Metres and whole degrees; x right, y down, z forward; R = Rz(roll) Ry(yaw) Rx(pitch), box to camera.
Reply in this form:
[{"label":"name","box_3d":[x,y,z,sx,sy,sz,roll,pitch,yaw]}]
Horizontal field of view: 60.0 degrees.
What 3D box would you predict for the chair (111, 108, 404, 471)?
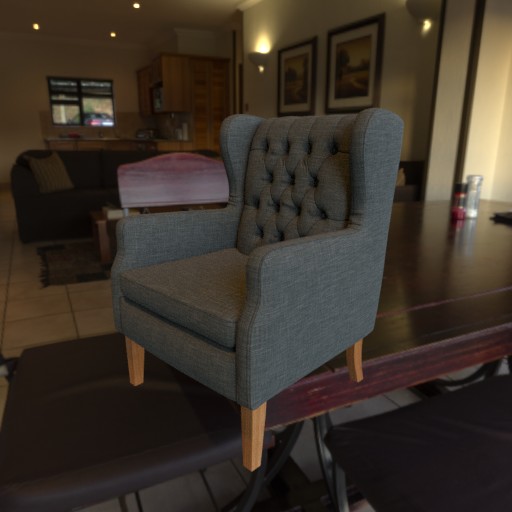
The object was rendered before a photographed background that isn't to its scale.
[{"label":"chair","box_3d":[0.000,0.000,1.511,0.711,0.953,0.775,15,21,43]}]
